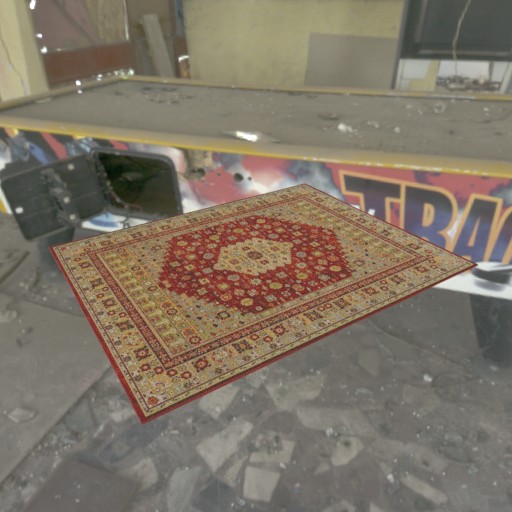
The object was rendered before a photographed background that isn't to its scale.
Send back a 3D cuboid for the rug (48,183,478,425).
[{"bbox_3d":[0.000,0.000,3.984,3.053,0.013,2.387,-18,34,-28],"label":"rug"}]
